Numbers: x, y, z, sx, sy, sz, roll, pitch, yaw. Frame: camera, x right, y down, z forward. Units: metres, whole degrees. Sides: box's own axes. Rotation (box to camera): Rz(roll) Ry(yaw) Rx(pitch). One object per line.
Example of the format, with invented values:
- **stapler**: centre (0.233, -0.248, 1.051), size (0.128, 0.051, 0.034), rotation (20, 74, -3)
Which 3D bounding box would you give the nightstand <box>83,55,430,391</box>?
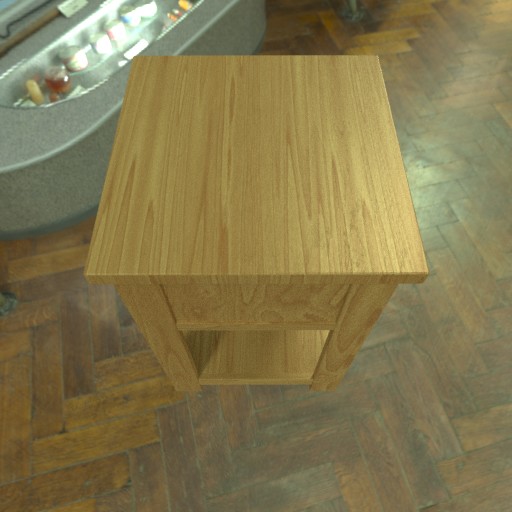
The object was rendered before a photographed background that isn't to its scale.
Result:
- **nightstand**: centre (0.000, 0.000, 0.905), size (0.418, 0.614, 0.428), rotation (0, 59, 0)
